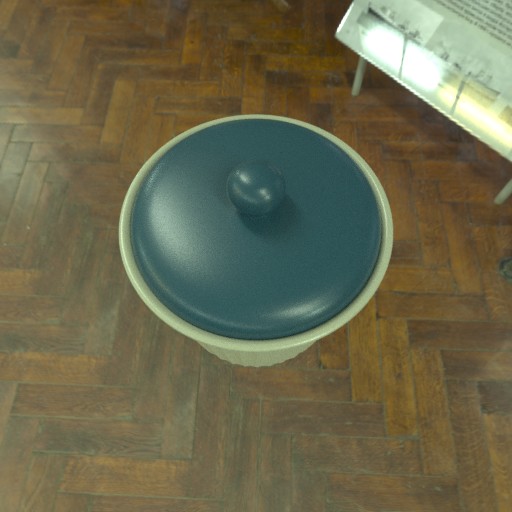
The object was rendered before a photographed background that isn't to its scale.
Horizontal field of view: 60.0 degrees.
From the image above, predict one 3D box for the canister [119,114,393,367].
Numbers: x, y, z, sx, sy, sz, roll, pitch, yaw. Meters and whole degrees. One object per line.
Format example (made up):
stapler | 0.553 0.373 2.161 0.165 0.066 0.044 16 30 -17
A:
canister | 0.000 0.000 0.347 0.181 0.211 0.181 0 63 0
